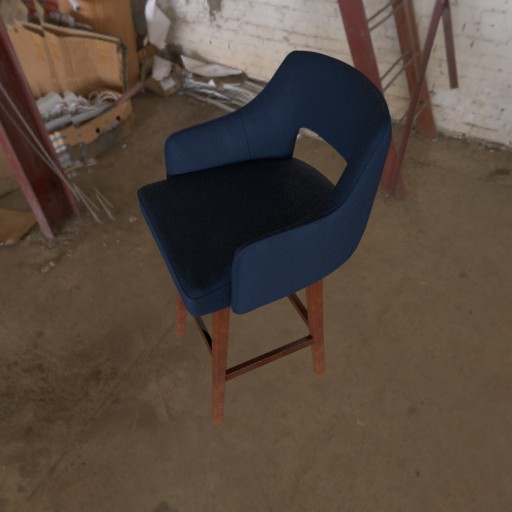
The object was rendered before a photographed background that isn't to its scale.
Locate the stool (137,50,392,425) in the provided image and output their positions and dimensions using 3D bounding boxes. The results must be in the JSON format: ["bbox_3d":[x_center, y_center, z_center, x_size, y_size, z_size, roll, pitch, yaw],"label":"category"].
[{"bbox_3d":[0.000,0.000,1.350,0.560,1.041,0.550,-19,49,-18],"label":"stool"}]
